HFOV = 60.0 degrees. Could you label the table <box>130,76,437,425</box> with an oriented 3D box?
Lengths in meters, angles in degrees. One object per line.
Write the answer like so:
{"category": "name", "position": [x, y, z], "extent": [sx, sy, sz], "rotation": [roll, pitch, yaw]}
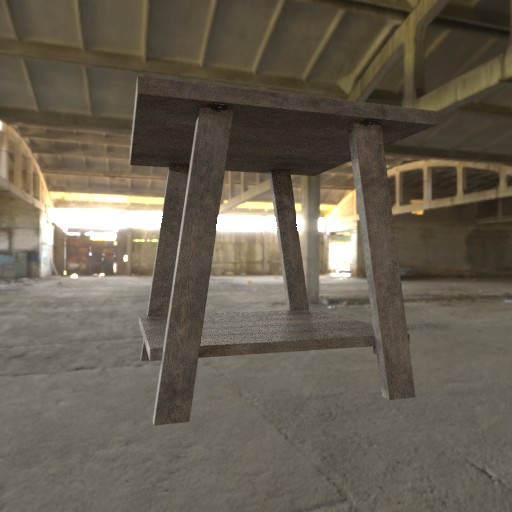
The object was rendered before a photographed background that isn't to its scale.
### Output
{"category": "table", "position": [0.000, 0.000, 1.134], "extent": [0.610, 0.610, 0.610], "rotation": [0, 0, -17]}
